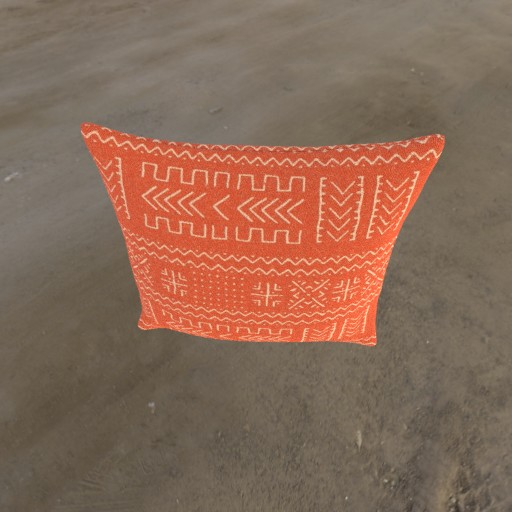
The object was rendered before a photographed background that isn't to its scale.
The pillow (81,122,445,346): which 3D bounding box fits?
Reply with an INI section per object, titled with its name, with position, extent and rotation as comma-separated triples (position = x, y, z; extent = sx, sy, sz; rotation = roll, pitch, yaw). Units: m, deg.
[pillow]
position = 0.000, 0.000, 0.670
extent = 0.438, 0.429, 0.164
rotation = 3, 46, 3
